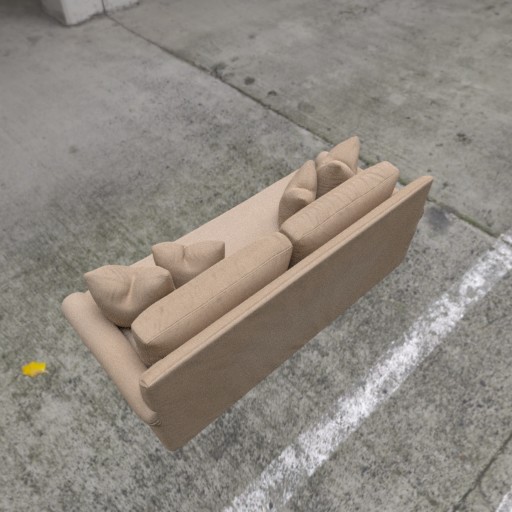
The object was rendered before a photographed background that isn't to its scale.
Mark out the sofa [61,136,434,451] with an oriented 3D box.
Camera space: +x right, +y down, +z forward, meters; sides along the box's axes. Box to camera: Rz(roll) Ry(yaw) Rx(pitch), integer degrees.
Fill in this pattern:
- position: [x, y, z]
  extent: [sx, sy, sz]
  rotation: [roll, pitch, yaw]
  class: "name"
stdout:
- position: [0.000, 0.000, 2.875]
  extent: [2.285, 0.904, 1.067]
  rotation: [-33, 55, -27]
  class: "sofa"
